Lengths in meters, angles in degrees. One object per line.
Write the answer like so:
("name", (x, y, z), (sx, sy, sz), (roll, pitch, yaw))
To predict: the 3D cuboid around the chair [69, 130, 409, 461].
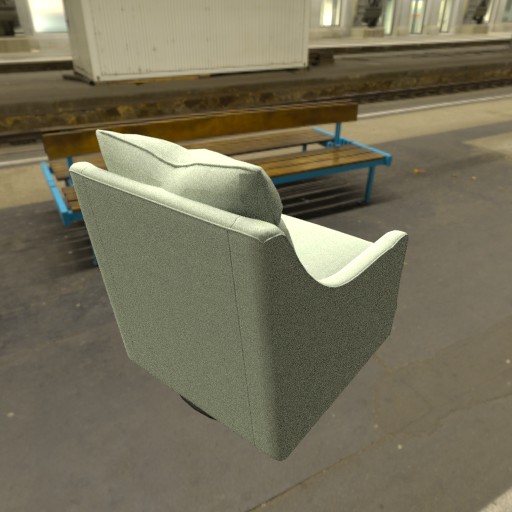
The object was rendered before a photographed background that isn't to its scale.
("chair", (0.000, 0.000, 1.549), (0.760, 0.926, 0.870), (21, 36, 33))
